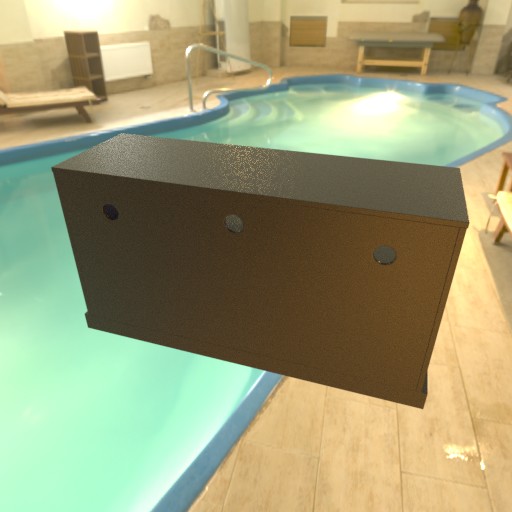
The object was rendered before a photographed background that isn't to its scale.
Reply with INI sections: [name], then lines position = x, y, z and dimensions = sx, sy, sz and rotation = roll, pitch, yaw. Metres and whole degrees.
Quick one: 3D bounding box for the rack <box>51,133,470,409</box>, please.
[rack]
position = 0.000, 0.000, 1.511
dimensions = 1.206, 0.635, 0.399
rotation = 10, 33, 16
